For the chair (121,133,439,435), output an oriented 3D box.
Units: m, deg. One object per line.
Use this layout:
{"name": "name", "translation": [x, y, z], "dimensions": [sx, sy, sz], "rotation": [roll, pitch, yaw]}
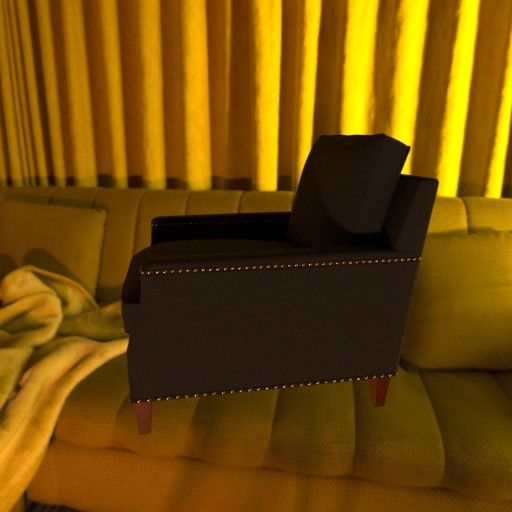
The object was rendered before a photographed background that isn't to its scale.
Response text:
{"name": "chair", "translation": [0.000, 0.000, 1.771], "dimensions": [1.014, 0.943, 0.853], "rotation": [-3, 15, -10]}
